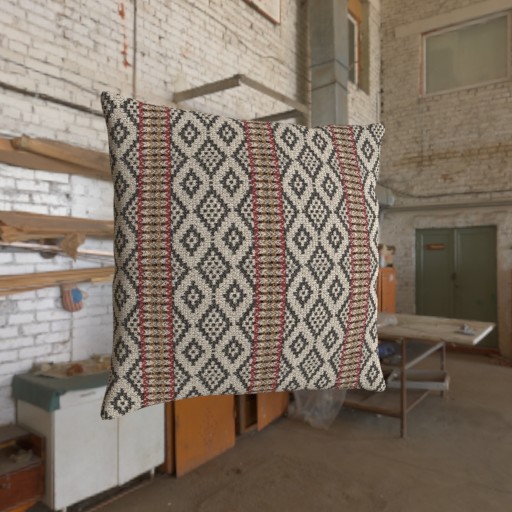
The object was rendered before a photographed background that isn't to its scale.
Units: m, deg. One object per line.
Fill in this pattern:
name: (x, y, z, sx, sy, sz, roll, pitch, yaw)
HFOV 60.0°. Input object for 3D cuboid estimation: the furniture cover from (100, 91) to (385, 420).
furniture cover: (0.000, 0.000, 0.759, 0.503, 0.506, 0.182, 0, 0, -18)
